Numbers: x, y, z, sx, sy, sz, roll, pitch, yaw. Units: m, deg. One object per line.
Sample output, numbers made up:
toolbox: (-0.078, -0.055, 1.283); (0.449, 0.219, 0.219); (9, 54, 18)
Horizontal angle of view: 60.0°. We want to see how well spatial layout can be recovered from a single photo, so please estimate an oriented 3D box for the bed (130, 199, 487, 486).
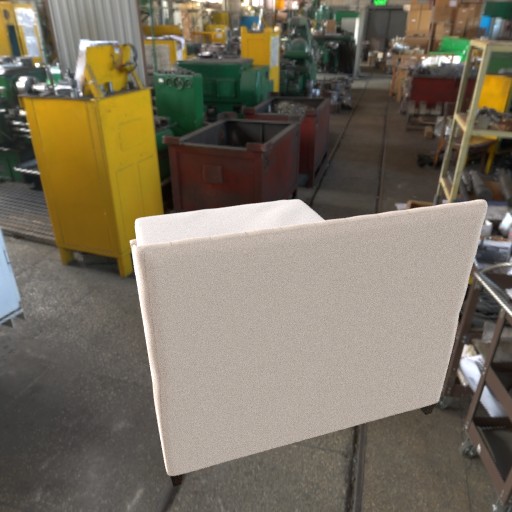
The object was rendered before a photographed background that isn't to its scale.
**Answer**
bed: (0.000, 0.000, 3.170); (1.696, 1.426, 2.233); (-9, 29, -16)
